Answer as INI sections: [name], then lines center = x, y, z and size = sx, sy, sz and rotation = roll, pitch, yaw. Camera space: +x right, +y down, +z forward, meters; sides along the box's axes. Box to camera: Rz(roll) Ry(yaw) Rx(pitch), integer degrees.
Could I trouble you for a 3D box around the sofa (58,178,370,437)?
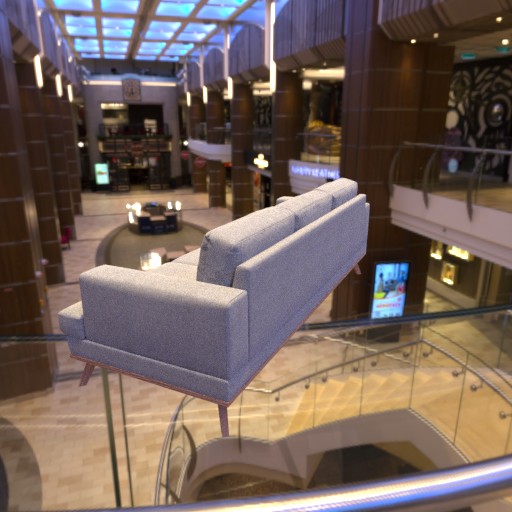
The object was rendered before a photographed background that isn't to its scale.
[sofa]
center = 0.000, 0.000, 2.818
size = 0.920, 0.810, 2.310
rotation = 8, 19, 25
